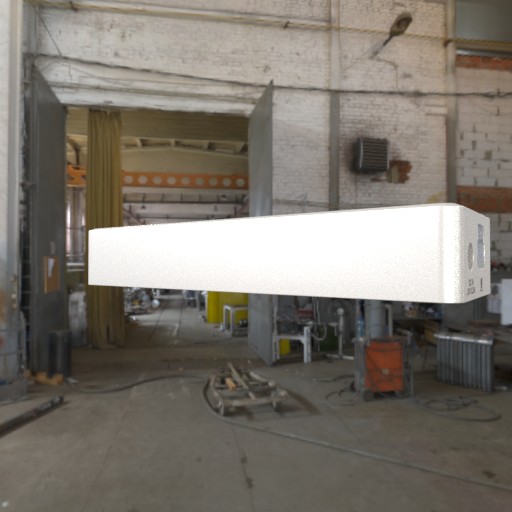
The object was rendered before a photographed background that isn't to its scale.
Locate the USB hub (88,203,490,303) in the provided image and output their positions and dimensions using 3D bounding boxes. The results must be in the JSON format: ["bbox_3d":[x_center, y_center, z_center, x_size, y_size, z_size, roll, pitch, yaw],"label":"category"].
[{"bbox_3d":[0.000,0.000,0.159,0.145,0.023,0.044,-1,-1,36],"label":"USB hub"}]
